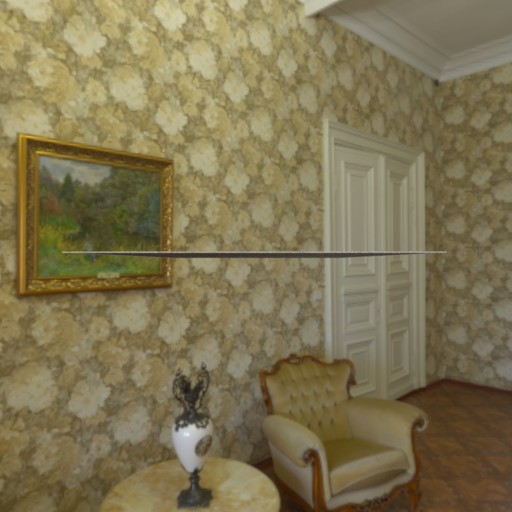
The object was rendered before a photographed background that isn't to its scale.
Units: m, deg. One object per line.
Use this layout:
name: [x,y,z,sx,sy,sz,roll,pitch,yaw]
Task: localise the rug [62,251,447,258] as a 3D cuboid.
rug: [0.000,0.000,3.729,1.981,0.006,2.895,0,-1,0]
